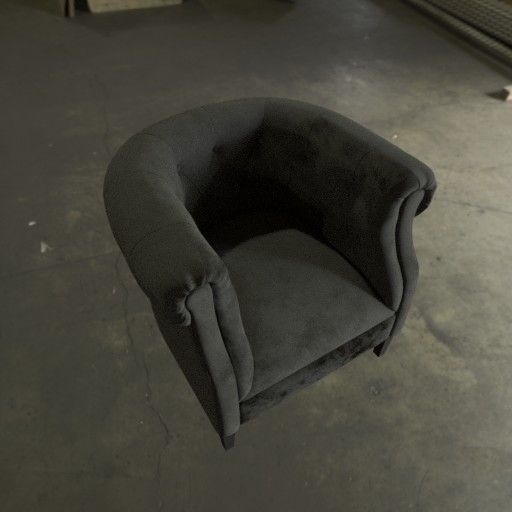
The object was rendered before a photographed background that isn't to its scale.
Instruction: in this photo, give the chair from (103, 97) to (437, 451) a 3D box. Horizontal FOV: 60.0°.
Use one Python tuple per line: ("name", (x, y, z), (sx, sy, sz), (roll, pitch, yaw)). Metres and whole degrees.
("chair", (0.000, 0.000, 1.570), (0.904, 0.826, 0.851), (-24, 50, -22))
